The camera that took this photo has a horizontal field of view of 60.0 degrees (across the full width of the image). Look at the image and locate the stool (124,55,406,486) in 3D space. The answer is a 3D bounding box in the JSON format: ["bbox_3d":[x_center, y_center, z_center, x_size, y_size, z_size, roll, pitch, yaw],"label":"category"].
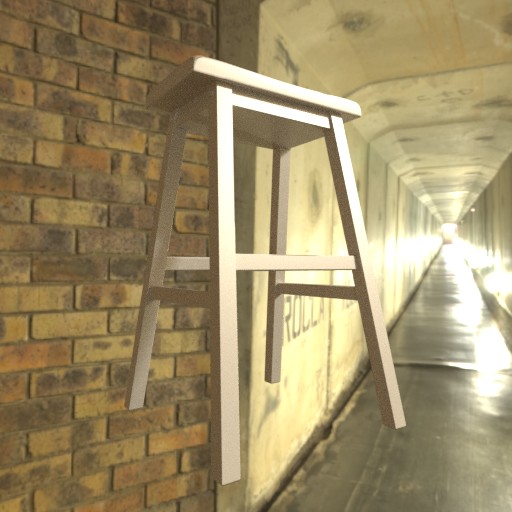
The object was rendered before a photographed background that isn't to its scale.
[{"bbox_3d":[0.000,0.000,1.028,0.457,0.737,0.476,1,-1,-35],"label":"stool"}]
